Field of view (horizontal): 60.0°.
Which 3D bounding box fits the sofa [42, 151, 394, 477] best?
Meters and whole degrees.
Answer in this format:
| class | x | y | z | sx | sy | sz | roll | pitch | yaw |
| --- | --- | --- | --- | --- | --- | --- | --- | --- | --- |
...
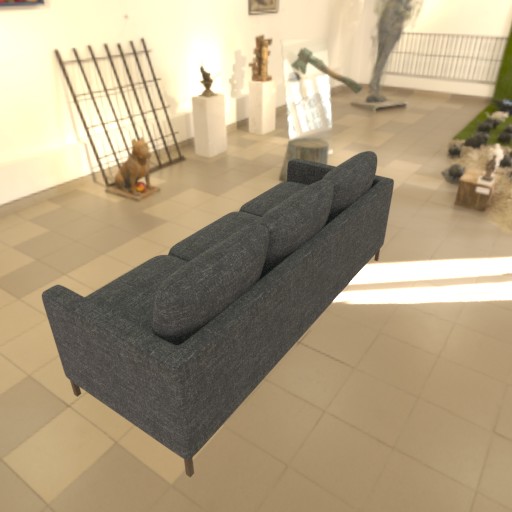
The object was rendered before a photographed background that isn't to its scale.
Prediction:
| class | x | y | z | sx | sy | sz | roll | pitch | yaw |
| --- | --- | --- | --- | --- | --- | --- | --- | --- | --- |
| sofa | 0.000 | 0.000 | 2.656 | 0.859 | 0.874 | 2.218 | 20 | 36 | 29 |
